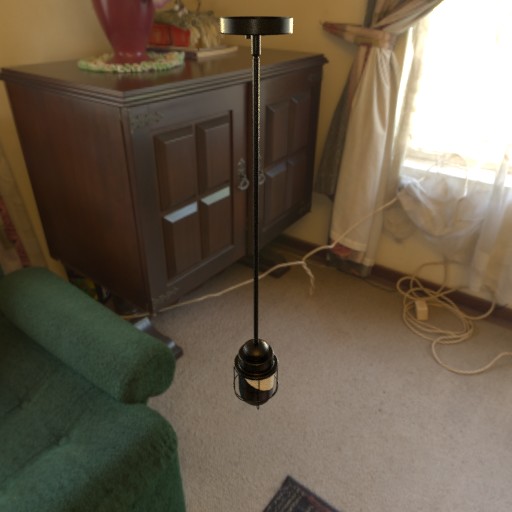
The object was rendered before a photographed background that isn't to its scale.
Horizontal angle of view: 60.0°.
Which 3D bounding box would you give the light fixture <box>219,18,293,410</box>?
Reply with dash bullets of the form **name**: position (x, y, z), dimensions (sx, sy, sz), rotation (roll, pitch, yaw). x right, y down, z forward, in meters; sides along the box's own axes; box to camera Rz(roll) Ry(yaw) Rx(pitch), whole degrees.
- **light fixture**: position (0.000, 0.000, 0.971), dimensions (0.123, 0.920, 0.123), rotation (10, 32, 17)
